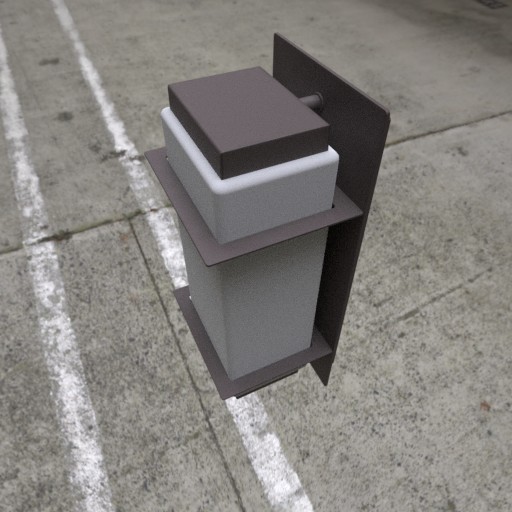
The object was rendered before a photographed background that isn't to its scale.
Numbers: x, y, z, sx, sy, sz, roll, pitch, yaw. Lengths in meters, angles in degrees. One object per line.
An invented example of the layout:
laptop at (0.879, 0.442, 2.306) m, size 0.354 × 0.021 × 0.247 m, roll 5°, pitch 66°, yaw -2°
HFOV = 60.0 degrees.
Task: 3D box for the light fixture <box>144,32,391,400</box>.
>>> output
light fixture at (0.000, 0.000, 0.429) m, size 0.146 × 0.347 × 0.153 m, roll -19°, pitch 48°, yaw -18°
